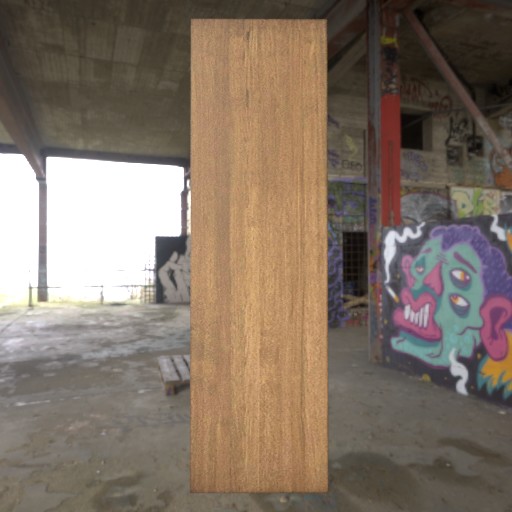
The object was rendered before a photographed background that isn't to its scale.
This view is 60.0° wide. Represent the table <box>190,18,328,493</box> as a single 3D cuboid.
[{"bbox_3d":[0.000,0.000,2.418,0.600,2.000,1.100,0,-1,0],"label":"table"}]
